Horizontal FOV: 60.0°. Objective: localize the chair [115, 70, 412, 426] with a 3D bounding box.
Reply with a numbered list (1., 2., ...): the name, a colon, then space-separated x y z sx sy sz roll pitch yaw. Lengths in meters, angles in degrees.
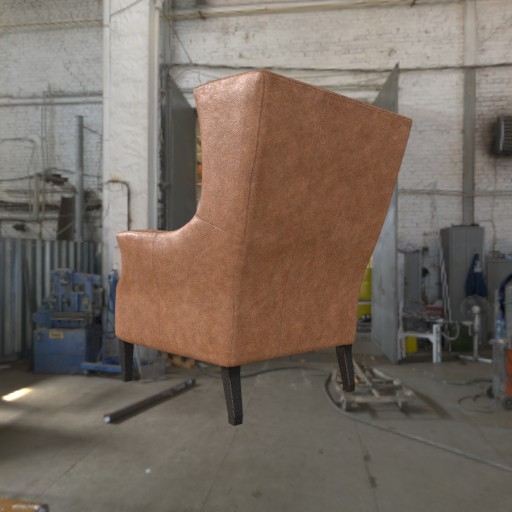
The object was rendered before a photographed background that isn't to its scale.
1. chair: 0.000 0.000 1.692 0.853 1.016 0.926 0 0 -38
